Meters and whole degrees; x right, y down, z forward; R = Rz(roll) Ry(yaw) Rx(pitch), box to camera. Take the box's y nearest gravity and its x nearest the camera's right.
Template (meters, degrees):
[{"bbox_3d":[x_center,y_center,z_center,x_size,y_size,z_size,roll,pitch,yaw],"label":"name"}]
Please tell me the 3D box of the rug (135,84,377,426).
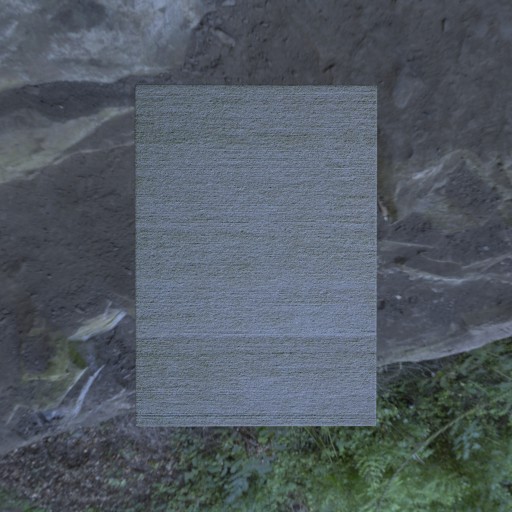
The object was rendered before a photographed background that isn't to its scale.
[{"bbox_3d":[0.000,0.000,5.108,2.782,0.025,3.935,0,91,0],"label":"rug"}]
